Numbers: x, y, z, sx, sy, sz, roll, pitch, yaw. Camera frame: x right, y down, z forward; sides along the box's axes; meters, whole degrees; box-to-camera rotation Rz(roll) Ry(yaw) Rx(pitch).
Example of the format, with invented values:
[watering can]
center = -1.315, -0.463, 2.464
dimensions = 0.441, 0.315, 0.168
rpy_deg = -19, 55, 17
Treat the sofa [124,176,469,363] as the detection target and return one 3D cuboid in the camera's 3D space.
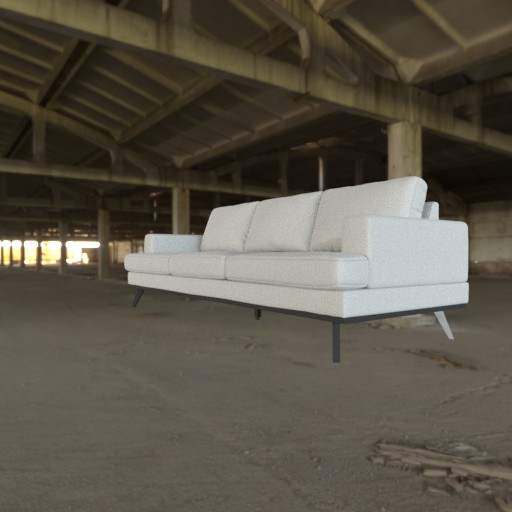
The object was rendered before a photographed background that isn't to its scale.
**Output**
[sofa]
center = 0.000, 0.000, 2.833
dimensions = 0.920, 0.810, 2.310
rpy_deg = 0, 0, -36
